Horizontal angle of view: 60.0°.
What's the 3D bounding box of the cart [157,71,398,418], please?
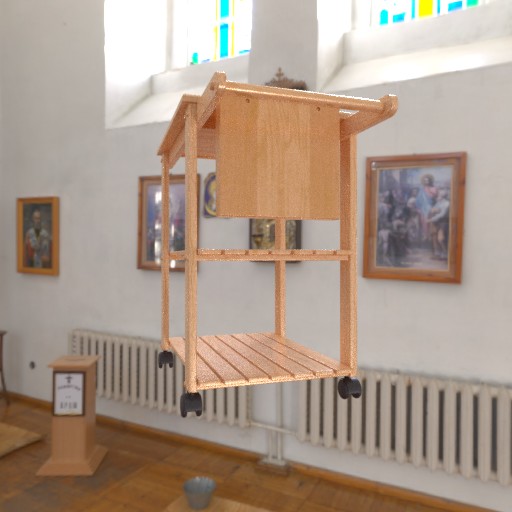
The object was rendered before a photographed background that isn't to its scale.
[{"bbox_3d":[0.000,0.000,1.368,0.520,0.816,0.843,0,0,-18],"label":"cart"}]
